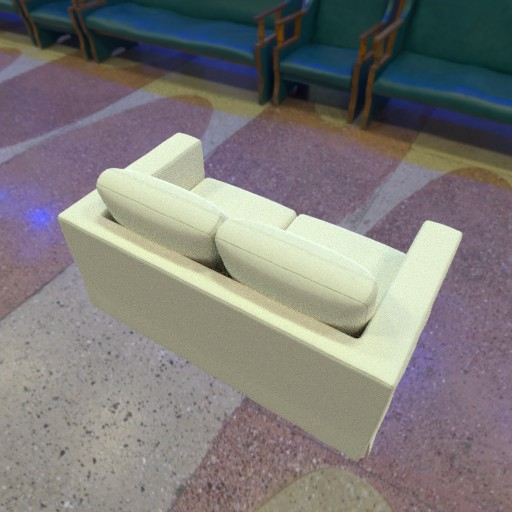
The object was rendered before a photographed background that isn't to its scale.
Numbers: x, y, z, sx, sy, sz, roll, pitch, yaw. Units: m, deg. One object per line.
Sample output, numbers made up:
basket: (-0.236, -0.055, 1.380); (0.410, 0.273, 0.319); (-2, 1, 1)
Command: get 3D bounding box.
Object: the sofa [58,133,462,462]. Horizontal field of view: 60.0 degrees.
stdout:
sofa: (0.000, 0.000, 2.360); (1.813, 0.932, 1.009); (24, 50, 22)
